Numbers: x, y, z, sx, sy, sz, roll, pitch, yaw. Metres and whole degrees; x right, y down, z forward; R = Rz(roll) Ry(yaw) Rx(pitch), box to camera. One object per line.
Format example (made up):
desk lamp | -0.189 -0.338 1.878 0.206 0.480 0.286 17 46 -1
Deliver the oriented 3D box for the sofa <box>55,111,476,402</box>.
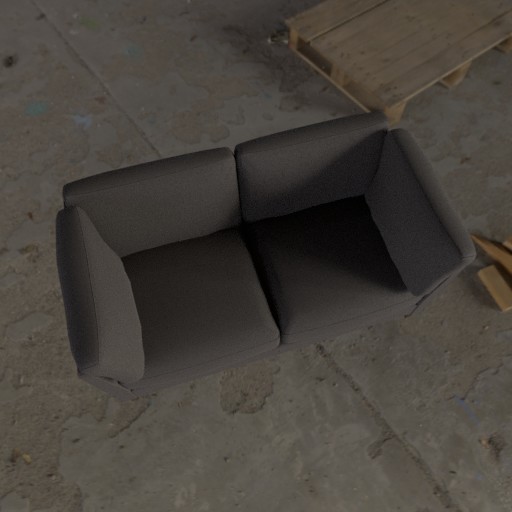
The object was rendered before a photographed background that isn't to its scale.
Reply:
sofa | 0.000 0.000 2.281 1.751 0.920 0.969 -15 63 -8
